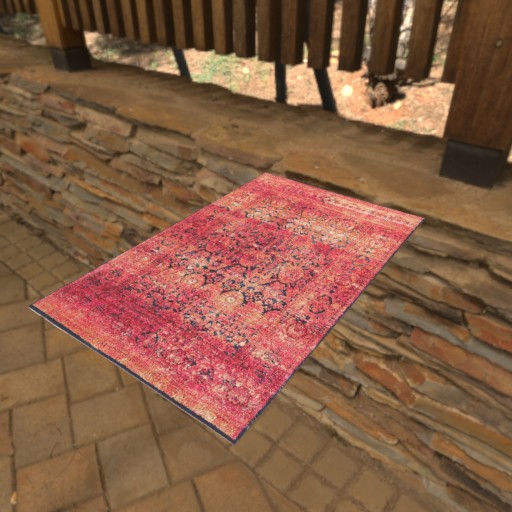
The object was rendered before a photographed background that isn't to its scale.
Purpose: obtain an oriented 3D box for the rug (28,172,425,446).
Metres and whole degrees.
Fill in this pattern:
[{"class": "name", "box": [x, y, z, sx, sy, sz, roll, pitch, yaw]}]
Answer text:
[{"class": "rug", "box": [0.000, 0.000, 3.053, 1.539, 0.018, 2.449, 22, 39, 29]}]
